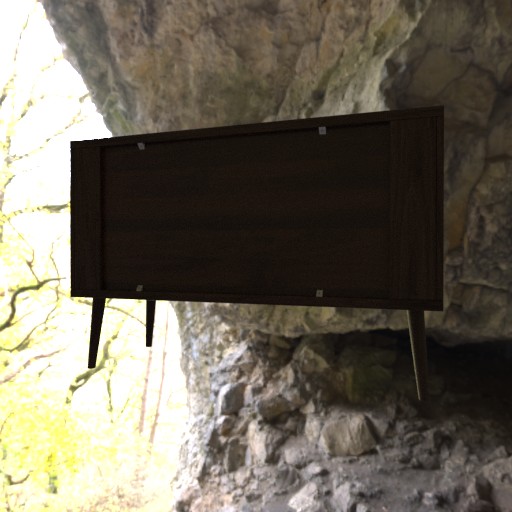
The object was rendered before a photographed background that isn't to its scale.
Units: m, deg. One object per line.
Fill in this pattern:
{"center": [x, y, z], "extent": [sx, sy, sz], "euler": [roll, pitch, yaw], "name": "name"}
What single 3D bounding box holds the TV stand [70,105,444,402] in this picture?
{"center": [0.000, 0.000, 1.309], "extent": [0.990, 0.660, 0.405], "euler": [0, 0, 18], "name": "TV stand"}
